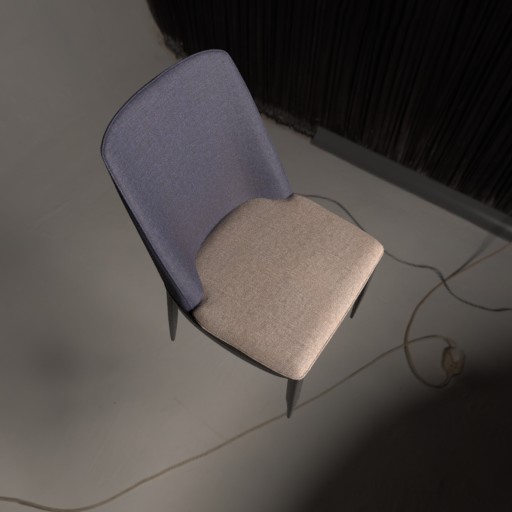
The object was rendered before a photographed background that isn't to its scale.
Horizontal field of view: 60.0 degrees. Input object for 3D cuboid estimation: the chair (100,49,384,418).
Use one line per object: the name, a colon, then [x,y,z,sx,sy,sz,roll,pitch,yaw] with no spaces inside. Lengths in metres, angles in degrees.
chair: [0.000,0.000,1.163,0.551,0.839,0.480,30,63,18]
